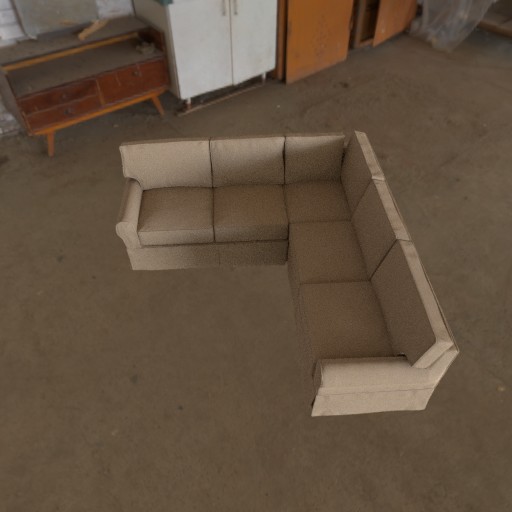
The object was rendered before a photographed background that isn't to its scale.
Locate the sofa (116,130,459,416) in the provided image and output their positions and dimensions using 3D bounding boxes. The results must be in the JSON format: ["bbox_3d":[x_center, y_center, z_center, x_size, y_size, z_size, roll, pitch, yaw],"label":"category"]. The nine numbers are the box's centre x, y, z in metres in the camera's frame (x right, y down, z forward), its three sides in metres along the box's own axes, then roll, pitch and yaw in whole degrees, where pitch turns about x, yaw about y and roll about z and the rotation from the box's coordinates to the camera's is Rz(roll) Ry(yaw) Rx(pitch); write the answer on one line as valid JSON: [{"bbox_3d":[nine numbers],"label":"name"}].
[{"bbox_3d":[0.000,0.000,4.192,2.730,1.124,2.733,-3,47,-3],"label":"sofa"}]
